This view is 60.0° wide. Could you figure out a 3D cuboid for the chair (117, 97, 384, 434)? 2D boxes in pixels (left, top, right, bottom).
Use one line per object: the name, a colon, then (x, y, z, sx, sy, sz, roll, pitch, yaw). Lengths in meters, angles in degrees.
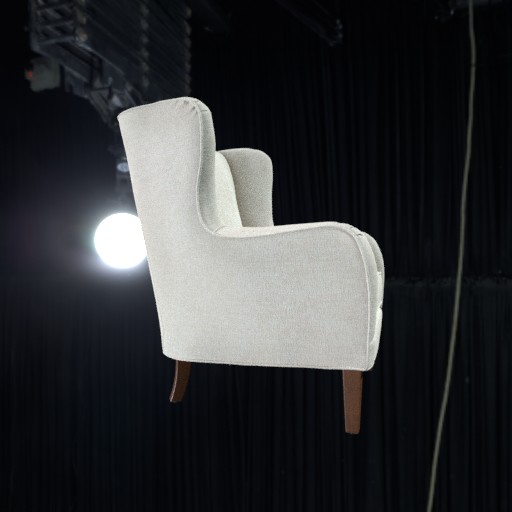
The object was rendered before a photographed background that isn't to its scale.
chair: (0.000, 0.000, 1.768, 0.966, 1.040, 0.838, 0, 0, 18)
